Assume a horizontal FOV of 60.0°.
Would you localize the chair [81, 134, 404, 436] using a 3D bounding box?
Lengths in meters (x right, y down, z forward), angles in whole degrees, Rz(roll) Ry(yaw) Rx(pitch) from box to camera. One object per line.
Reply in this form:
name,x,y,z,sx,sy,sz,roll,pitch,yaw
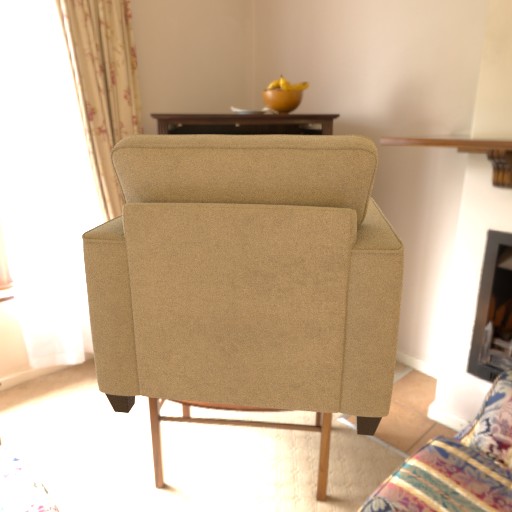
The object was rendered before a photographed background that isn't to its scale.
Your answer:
chair,0.000,0.000,1.800,1.015,0.965,0.939,2,17,8
